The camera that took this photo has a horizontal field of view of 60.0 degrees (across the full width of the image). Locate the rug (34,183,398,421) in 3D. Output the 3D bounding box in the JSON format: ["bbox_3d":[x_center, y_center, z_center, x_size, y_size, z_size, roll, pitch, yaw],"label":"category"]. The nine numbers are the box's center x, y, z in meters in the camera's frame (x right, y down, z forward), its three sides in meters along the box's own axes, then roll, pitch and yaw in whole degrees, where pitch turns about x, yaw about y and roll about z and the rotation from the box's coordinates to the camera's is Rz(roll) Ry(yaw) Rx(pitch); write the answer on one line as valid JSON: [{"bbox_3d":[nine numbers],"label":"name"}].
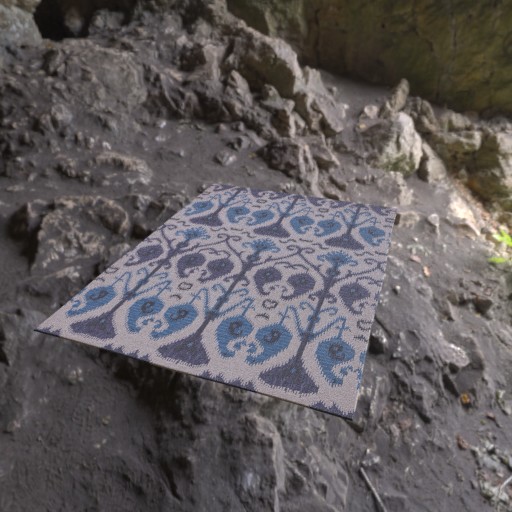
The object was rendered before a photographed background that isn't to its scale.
[{"bbox_3d":[0.000,0.000,2.989,1.676,0.013,2.261,10,32,17],"label":"rug"}]
